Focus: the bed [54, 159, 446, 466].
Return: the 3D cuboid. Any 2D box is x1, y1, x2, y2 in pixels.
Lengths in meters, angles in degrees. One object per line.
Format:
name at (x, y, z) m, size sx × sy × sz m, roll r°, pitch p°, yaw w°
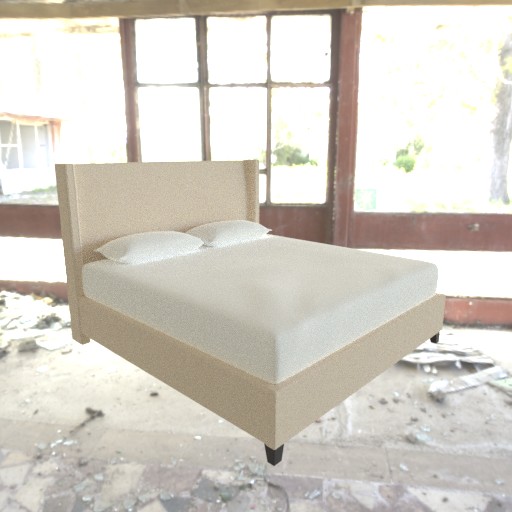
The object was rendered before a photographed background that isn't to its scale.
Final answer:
bed at (0.000, 0.000, 3.591) m, size 2.293 × 1.471 × 2.145 m, roll 12°, pitch 18°, yaw 42°
